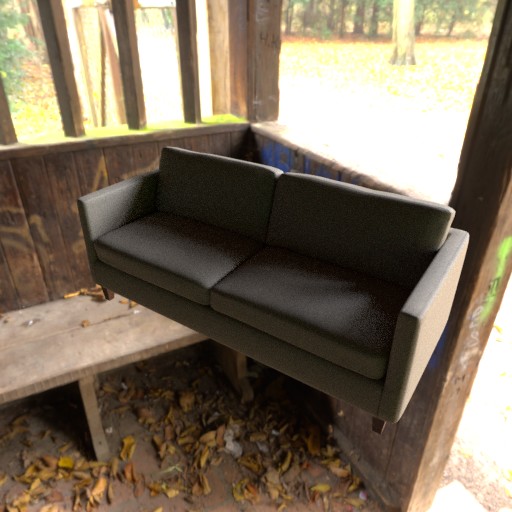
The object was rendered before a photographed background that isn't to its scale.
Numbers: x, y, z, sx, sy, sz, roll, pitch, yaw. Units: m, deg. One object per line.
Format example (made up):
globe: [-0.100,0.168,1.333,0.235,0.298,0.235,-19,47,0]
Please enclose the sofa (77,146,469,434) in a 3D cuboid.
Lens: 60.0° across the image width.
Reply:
sofa: [0.000,0.000,2.741,2.208,0.963,0.956,19,35,29]
